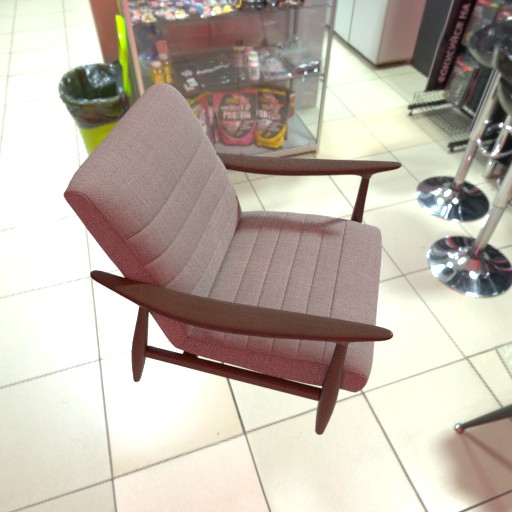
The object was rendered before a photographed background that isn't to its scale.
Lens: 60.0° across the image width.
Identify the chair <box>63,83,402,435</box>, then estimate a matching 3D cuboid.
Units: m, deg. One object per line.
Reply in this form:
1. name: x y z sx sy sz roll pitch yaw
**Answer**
1. chair: 0.000 0.000 1.405 0.798 0.832 0.741 11 48 10
